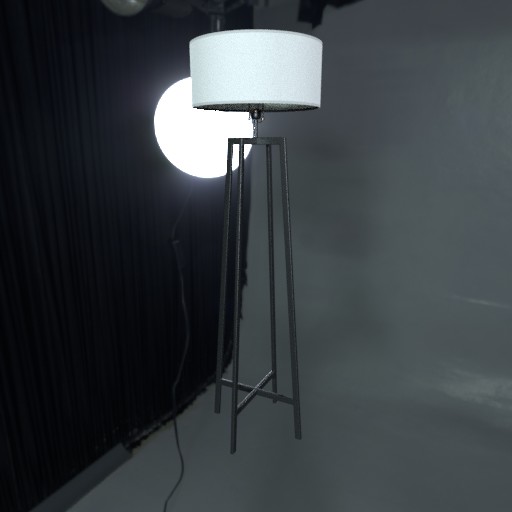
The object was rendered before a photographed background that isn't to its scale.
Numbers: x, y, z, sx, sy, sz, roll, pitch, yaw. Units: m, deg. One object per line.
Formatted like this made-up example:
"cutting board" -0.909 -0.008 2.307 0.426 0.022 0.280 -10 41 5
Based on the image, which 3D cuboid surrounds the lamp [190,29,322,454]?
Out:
"lamp" 0.000 0.000 1.729 0.457 1.510 0.456 7 16 26
